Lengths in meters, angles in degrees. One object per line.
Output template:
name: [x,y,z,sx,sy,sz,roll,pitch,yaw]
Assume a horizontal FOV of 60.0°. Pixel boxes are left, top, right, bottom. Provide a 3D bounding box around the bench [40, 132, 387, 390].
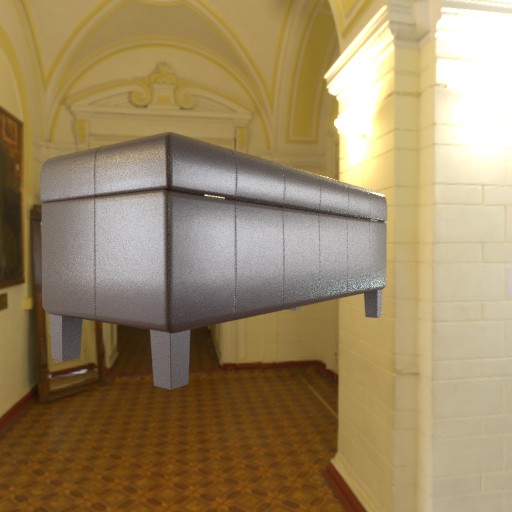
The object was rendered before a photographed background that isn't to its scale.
bench: [0.000,0.000,1.317,0.429,0.457,1.092,1,1,36]
